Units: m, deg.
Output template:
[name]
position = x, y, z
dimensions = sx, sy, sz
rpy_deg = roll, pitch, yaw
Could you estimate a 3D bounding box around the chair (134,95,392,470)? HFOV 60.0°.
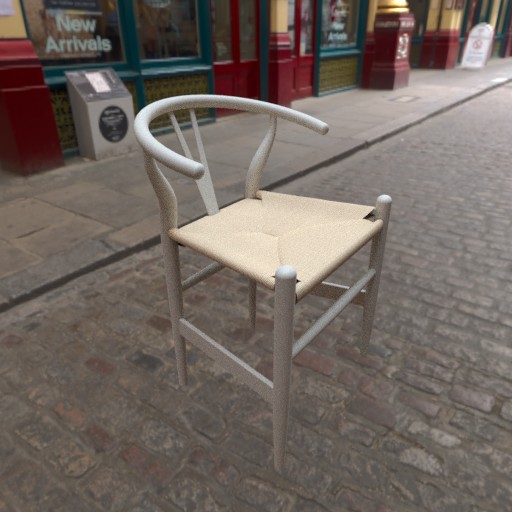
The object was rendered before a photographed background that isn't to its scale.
[chair]
position = 0.000, 0.000, 1.127
dimensions = 0.500, 0.736, 0.533
rpy_deg = 18, 32, 31
